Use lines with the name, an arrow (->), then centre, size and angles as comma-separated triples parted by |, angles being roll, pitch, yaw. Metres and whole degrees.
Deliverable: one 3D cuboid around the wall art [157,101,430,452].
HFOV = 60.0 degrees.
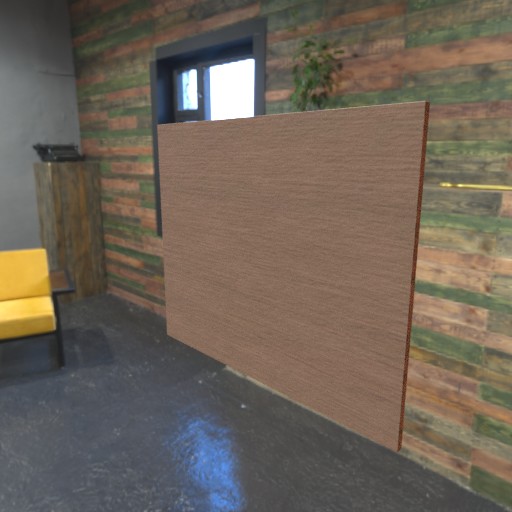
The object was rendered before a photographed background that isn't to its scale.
wall art -> 0.000, 0.000, 0.678 | 0.010, 0.408, 0.508 | -12, 18, -43
